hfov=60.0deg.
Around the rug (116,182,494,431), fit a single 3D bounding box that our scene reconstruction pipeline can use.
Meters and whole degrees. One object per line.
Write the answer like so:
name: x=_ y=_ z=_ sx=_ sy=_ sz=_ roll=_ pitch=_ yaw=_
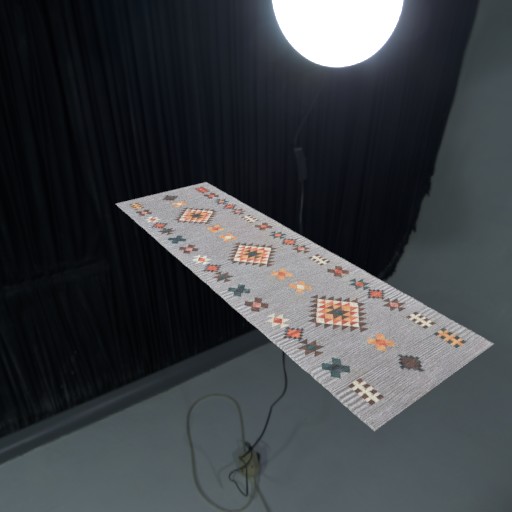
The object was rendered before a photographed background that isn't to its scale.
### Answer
rug: x=0.000 y=0.000 z=2.565 sx=0.766 sy=0.008 sz=2.432 roll=-20 pitch=35 yaw=-31
